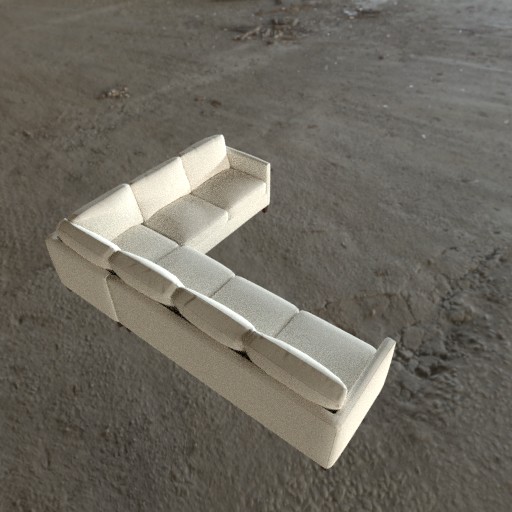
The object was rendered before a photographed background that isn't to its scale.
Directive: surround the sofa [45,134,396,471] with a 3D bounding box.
[{"bbox_3d":[0.000,0.000,4.501,3.302,0.947,2.593,26,48,27],"label":"sofa"}]
